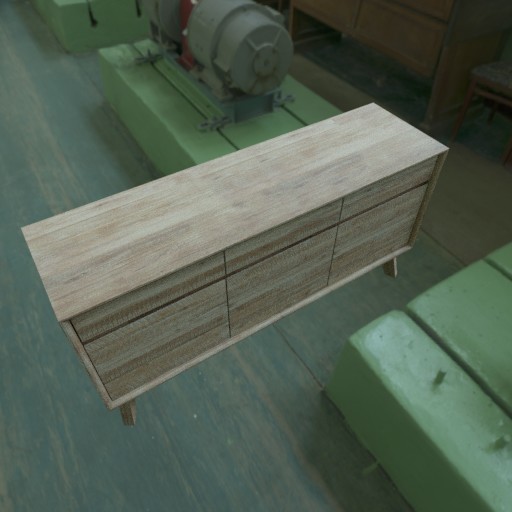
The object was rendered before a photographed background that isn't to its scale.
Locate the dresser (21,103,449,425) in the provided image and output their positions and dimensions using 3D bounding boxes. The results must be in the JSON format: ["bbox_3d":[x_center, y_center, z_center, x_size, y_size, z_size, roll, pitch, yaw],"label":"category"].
[{"bbox_3d":[0.000,0.000,1.951,1.602,0.788,0.455,-25,52,-22],"label":"dresser"}]
